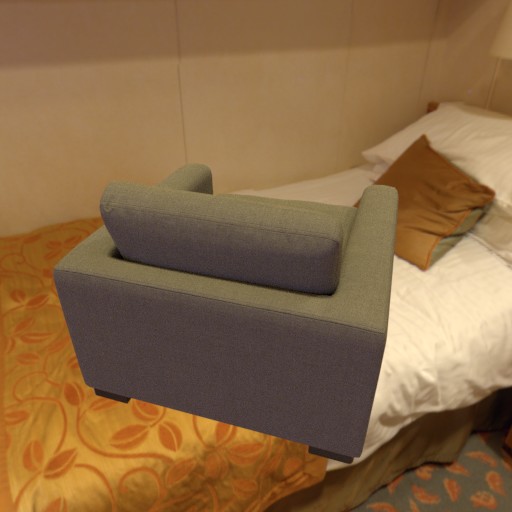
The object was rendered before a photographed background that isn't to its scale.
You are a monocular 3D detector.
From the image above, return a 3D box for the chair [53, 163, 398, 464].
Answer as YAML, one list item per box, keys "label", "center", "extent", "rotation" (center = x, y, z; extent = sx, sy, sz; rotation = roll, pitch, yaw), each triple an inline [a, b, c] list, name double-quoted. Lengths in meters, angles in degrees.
- label: "chair"
  center: [0.000, 0.000, 1.838]
  extent: [1.070, 0.847, 1.100]
  rotation: [9, 33, 14]
